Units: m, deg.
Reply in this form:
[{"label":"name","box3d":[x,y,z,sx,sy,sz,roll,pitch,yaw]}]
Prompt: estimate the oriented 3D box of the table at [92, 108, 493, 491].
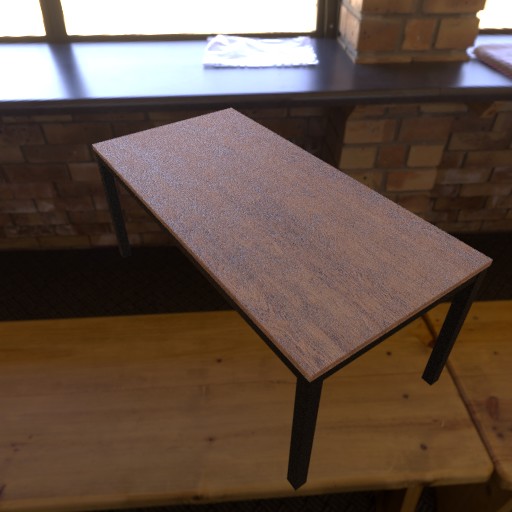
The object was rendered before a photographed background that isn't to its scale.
[{"label":"table","box3d":[0.000,0.000,2.271,0.893,0.767,1.805,-24,46,-26]}]
